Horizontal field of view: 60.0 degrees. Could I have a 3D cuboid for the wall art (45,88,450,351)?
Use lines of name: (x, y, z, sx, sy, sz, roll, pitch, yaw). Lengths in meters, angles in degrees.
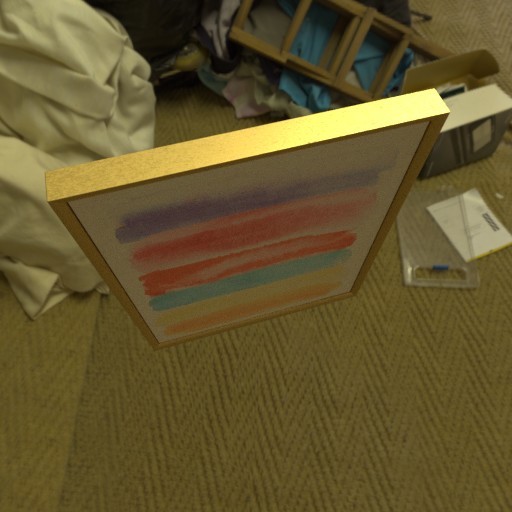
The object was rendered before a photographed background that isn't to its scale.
wall art: (0.000, 0.000, 0.861, 0.537, 0.642, 0.048, -14, 63, -7)
